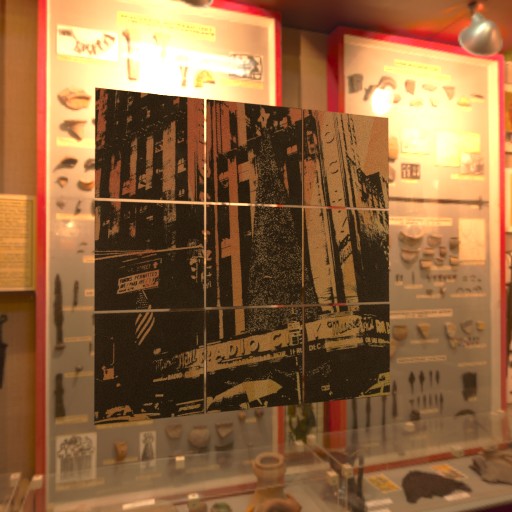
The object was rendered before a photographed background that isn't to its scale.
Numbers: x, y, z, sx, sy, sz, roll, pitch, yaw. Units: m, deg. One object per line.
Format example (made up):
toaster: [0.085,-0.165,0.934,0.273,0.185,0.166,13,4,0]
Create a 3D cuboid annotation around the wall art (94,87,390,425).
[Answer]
wall art: [0.000,0.000,1.775,1.216,1.216,0.013,0,-1,-17]
